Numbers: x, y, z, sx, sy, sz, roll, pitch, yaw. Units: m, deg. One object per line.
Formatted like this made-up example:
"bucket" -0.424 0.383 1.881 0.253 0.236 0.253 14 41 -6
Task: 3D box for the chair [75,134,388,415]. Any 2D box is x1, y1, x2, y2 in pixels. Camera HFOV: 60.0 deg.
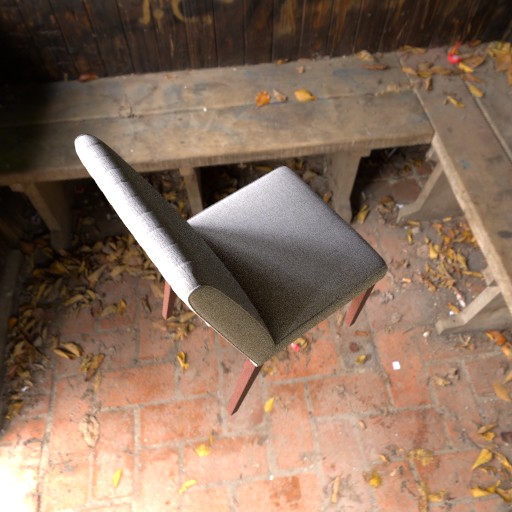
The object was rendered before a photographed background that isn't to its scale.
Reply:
"chair" 0.000 0.000 1.224 0.594 0.900 0.480 -32 64 -18
